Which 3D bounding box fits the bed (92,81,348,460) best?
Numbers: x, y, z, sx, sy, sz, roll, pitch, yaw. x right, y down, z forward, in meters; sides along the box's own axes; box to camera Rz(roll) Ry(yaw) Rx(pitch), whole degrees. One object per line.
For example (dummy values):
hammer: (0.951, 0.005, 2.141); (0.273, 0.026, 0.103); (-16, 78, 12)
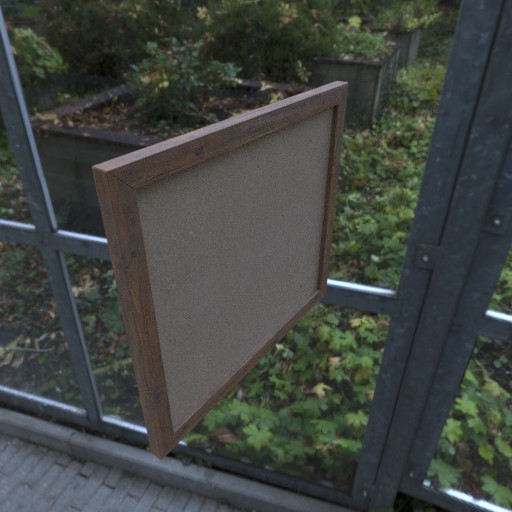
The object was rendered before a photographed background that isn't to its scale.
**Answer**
bed: (0.000, 0.000, 1.480); (0.046, 0.942, 1.046); (22, 38, 30)
